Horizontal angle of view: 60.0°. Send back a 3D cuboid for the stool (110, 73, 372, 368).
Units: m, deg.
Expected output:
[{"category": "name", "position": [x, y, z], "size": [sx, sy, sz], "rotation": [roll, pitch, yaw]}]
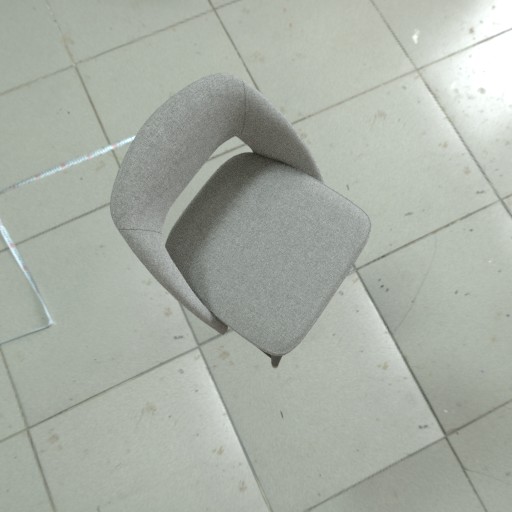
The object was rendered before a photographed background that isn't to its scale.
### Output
[{"category": "stool", "position": [0.000, 0.000, 1.315], "size": [0.509, 1.037, 0.494], "rotation": [34, 79, 8]}]
